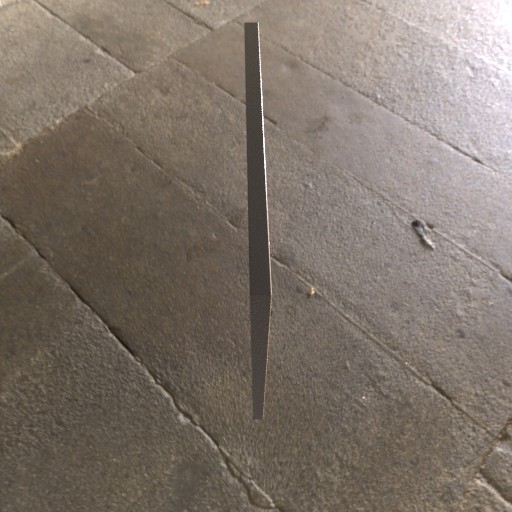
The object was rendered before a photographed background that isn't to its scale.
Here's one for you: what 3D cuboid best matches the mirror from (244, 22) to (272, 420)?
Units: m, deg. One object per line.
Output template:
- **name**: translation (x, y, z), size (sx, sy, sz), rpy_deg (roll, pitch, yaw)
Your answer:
- **mirror**: translation (0.000, 0.000, 1.355), size (0.040, 1.016, 0.762), rpy_deg (-1, 59, -1)
